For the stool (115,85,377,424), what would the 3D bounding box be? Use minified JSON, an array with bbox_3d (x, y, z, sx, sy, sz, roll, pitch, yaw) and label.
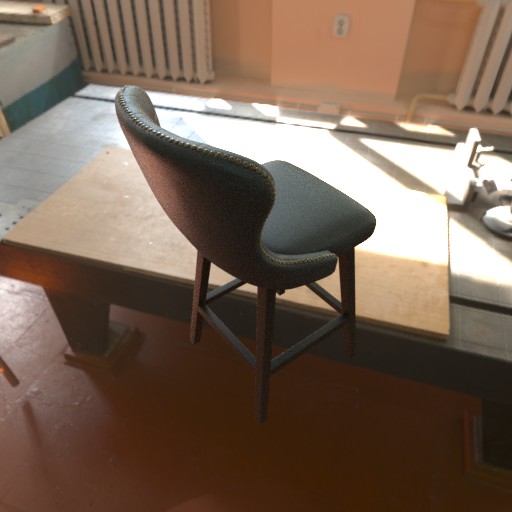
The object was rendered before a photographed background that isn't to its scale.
[{"bbox_3d":[0.000,0.000,1.289,0.593,0.971,0.528,-27,48,-28],"label":"stool"}]
